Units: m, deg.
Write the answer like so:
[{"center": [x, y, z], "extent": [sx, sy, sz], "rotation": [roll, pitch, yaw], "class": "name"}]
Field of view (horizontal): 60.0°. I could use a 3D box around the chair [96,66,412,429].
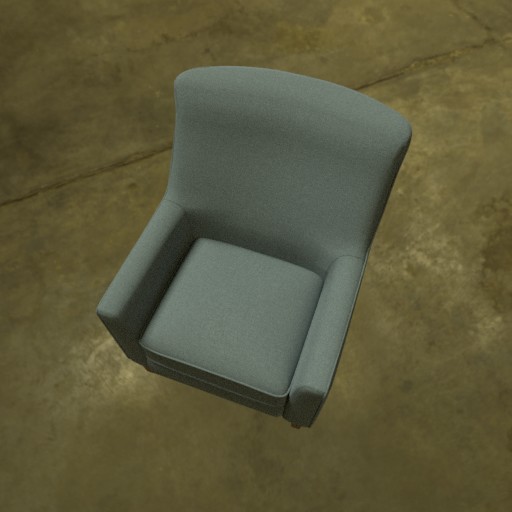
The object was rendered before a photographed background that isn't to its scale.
[{"center": [0.000, 0.000, 1.571], "extent": [0.756, 0.916, 0.879], "rotation": [17, 59, 11], "class": "chair"}]
